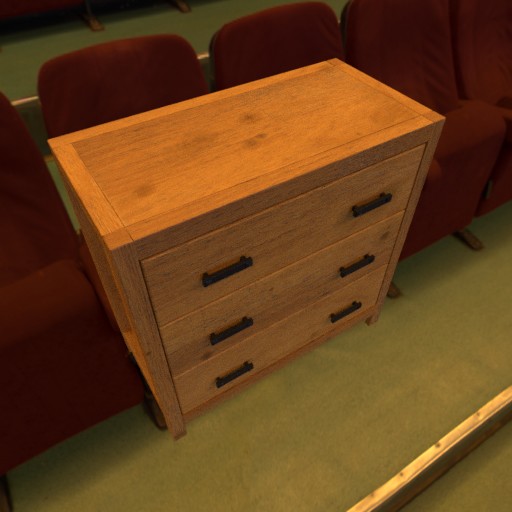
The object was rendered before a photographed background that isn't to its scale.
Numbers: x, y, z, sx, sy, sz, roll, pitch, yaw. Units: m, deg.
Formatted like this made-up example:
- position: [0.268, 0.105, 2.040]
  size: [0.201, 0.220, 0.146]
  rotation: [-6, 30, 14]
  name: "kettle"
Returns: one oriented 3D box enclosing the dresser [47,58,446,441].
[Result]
- position: [0.000, 0.000, 1.273]
  size: [0.804, 0.804, 0.427]
  rotation: [-25, 51, -22]
  name: "dresser"
